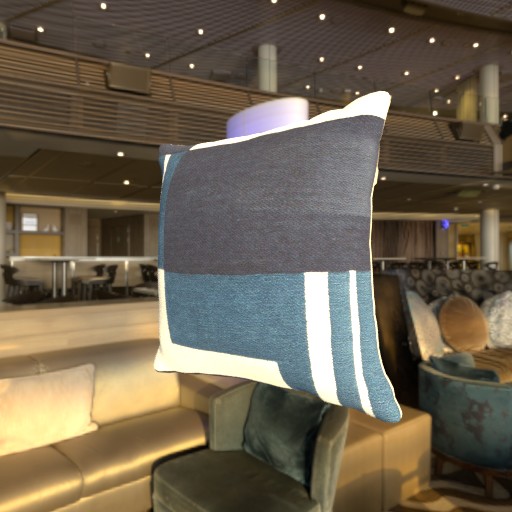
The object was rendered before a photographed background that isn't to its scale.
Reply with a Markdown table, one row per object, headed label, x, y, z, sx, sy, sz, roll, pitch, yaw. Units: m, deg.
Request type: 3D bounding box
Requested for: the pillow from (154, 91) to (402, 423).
| label | x | y | z | sx | sy | sz | roll | pitch | yaw |
| --- | --- | --- | --- | --- | --- | --- | --- | --- | --- |
| pillow | 0.000 | 0.000 | 0.821 | 0.536 | 0.506 | 0.229 | 0 | -1 | 35 |
